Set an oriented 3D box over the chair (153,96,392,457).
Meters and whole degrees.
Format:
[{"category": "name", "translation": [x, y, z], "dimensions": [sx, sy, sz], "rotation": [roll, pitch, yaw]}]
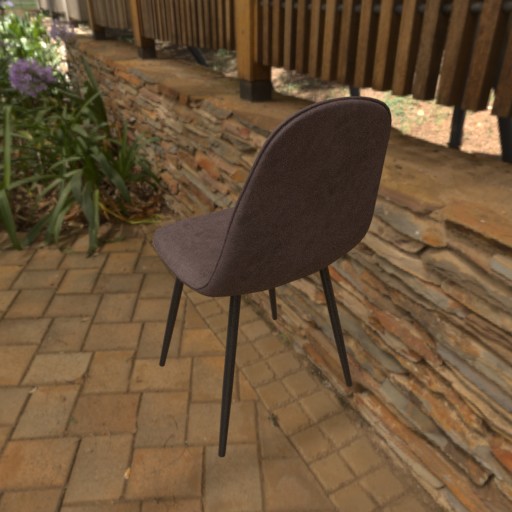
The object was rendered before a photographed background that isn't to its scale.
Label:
[{"category": "chair", "translation": [0.000, 0.000, 1.188], "dimensions": [0.472, 0.889, 0.561], "rotation": [-18, 34, -28]}]
